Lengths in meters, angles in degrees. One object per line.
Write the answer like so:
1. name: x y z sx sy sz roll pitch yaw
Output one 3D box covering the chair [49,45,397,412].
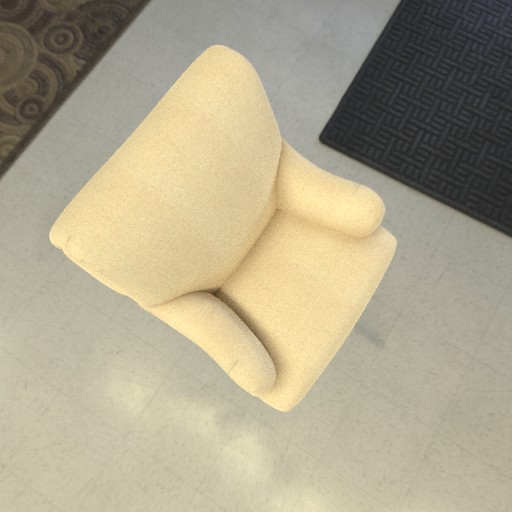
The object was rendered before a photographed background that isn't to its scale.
1. chair: 0.000 0.000 1.544 0.842 0.944 0.766 34 77 9
